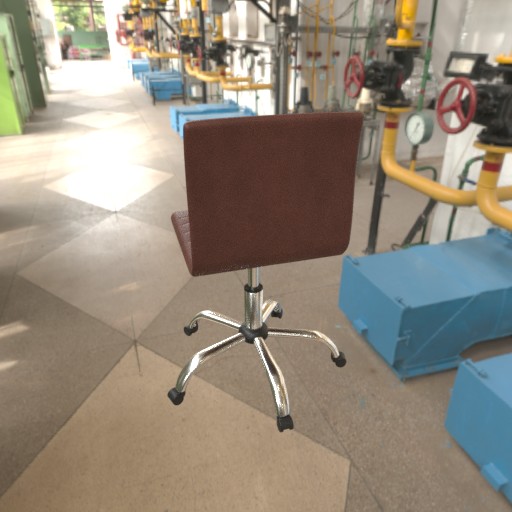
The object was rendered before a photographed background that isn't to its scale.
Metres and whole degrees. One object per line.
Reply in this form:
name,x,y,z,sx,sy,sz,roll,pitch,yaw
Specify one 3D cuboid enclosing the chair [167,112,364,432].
chair,0.000,0.000,1.197,0.556,0.780,0.530,-8,28,-16
